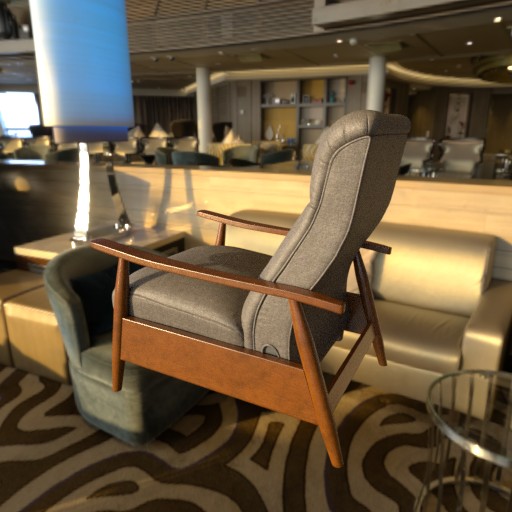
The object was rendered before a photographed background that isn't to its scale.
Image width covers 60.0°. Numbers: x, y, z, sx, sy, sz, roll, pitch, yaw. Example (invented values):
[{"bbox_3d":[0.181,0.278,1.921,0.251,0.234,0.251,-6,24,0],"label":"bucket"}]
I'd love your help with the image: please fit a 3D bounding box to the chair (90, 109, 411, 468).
[{"bbox_3d":[0.000,0.000,1.773,1.014,1.081,0.762,8,18,26],"label":"chair"}]
